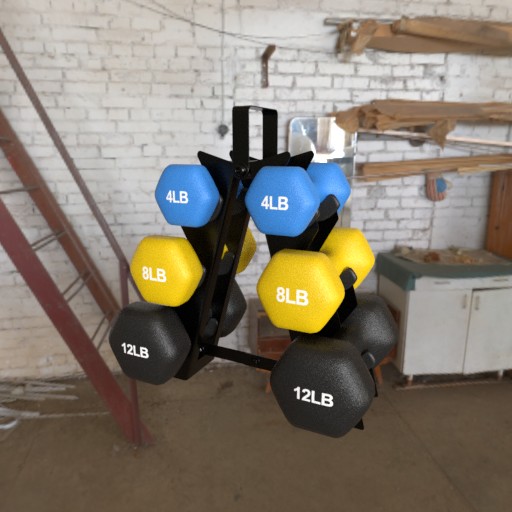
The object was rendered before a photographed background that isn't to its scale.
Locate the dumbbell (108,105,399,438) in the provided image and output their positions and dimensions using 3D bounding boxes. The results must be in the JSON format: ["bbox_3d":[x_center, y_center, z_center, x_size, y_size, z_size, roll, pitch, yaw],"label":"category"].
[{"bbox_3d":[0.000,0.000,0.670,0.409,0.426,0.255,7,16,26],"label":"dumbbell"}]
